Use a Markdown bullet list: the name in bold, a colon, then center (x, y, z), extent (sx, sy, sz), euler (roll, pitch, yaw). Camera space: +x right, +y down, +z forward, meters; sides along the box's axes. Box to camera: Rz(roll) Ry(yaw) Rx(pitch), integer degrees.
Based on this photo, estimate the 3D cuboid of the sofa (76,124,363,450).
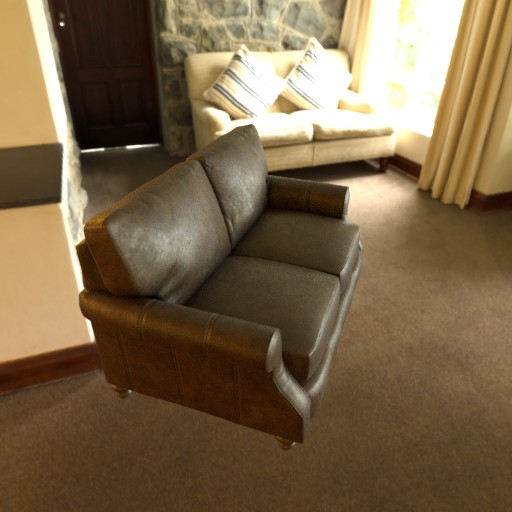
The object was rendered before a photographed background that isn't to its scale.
- **sofa**: center (0.000, 0.000, 2.280), extent (0.990, 0.976, 1.616), euler (11, 32, 17)
